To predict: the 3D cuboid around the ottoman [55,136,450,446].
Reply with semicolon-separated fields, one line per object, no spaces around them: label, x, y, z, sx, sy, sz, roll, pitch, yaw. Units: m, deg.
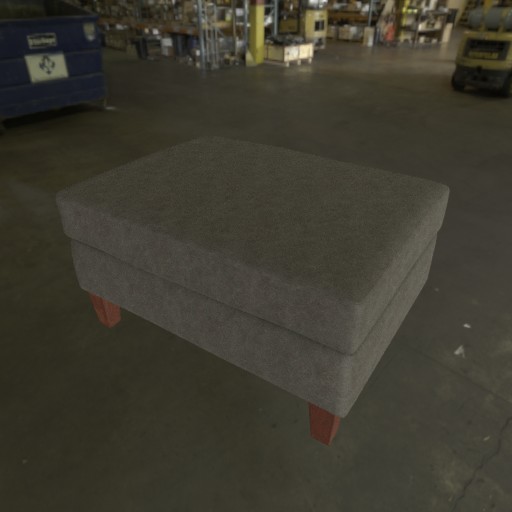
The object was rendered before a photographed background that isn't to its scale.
ottoman;0.000;0.000;1.253;0.839;0.464;0.639;19;36;28
